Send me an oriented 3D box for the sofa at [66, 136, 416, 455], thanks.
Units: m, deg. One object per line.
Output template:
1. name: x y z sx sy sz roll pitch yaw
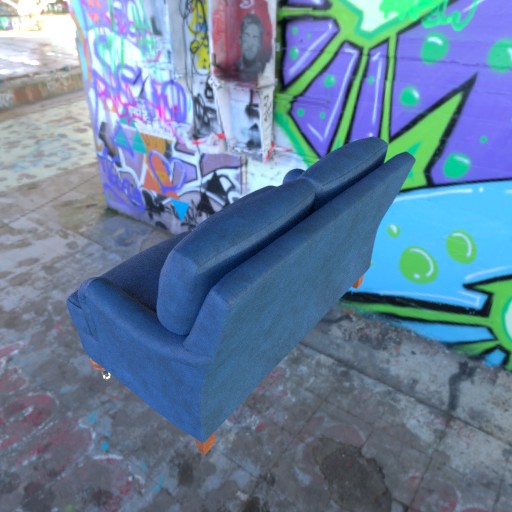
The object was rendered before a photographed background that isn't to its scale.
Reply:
1. sofa: 0.000 0.000 2.536 1.084 1.101 1.853 21 37 30
